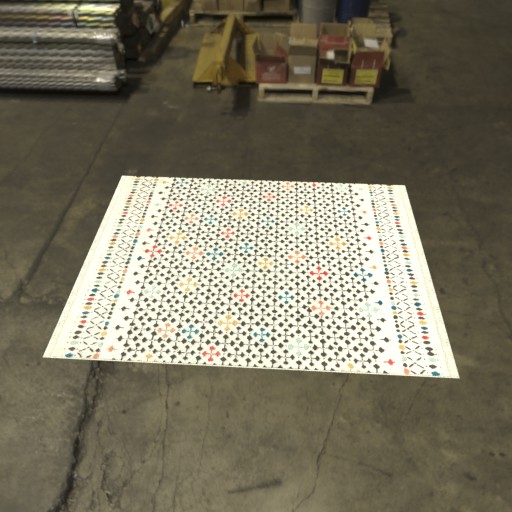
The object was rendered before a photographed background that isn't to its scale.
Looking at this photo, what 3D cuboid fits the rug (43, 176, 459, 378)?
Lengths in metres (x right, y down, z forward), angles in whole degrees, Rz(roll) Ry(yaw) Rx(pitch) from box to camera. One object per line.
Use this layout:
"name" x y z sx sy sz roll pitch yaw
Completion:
"rug" 0.000 0.000 2.045 1.556 0.006 1.146 2 47 2
